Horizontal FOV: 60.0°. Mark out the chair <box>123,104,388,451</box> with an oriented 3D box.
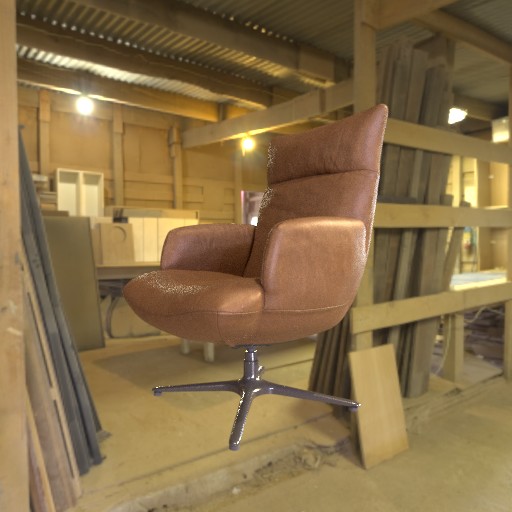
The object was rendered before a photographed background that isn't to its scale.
[{"bbox_3d":[0.000,0.000,1.554,0.794,1.027,0.711,-1,2,-36],"label":"chair"}]
